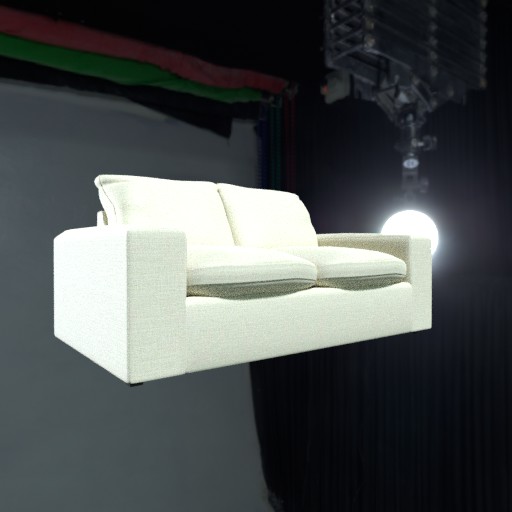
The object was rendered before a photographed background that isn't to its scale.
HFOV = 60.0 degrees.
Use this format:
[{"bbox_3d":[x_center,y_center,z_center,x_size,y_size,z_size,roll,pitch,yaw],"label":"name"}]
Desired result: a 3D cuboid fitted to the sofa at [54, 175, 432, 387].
[{"bbox_3d":[0.000,0.000,2.337,1.754,0.875,1.091,-1,1,-37],"label":"sofa"}]
